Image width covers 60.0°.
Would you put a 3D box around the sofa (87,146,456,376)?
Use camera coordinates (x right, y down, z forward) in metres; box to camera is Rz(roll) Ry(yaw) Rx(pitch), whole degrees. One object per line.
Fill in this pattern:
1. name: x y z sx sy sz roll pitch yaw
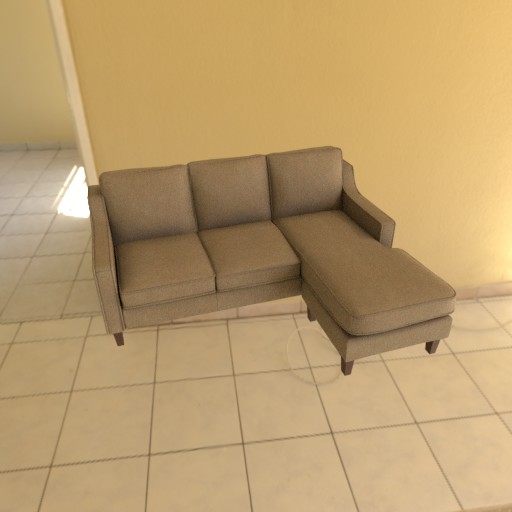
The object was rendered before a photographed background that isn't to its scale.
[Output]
1. sofa: 0.000 0.000 3.363 2.317 1.081 1.858 -9 33 -15
